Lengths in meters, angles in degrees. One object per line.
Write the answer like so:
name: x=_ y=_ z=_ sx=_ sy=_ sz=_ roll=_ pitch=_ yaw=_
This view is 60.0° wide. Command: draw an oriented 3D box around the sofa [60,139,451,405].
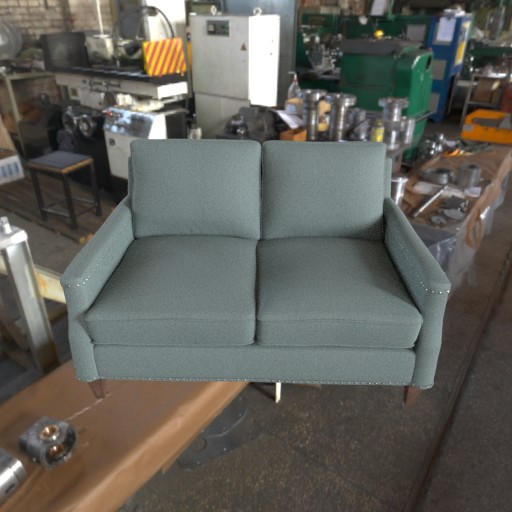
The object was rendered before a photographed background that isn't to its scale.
sofa: x=0.000 y=0.000 z=2.242 sx=1.597 sy=1.003 sz=1.084 roll=1 pitch=29 yaw=1
